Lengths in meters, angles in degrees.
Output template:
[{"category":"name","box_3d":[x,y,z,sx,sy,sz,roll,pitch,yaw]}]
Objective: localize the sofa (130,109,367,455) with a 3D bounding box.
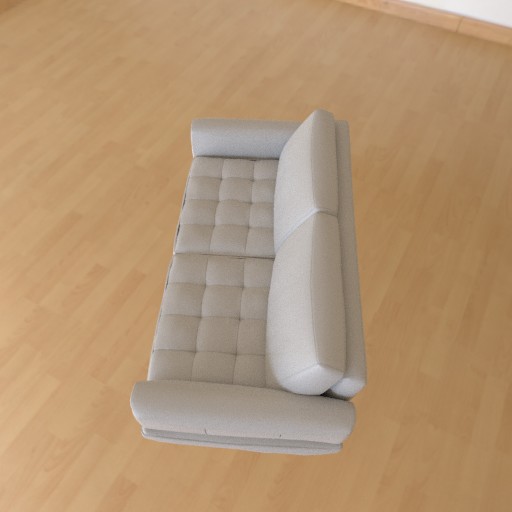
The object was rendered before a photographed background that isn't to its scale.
[{"category":"sofa","box_3d":[0.000,0.000,2.750,1.121,0.930,2.177,3,56,2]}]
